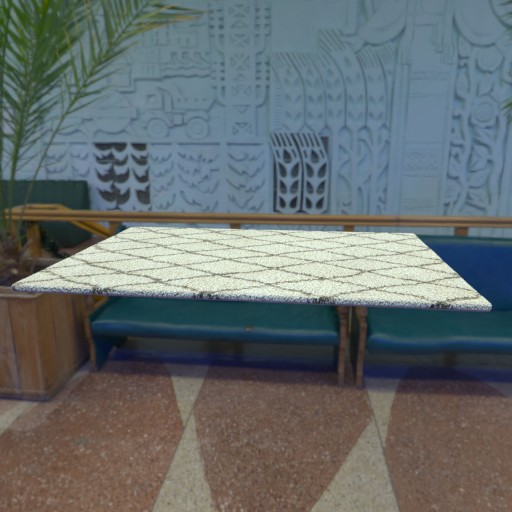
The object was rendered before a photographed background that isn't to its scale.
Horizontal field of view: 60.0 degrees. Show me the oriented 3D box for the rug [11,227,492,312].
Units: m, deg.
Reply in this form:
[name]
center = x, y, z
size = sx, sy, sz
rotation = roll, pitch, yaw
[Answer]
[rug]
center = 0.000, 0.000, 2.199
size = 1.778, 0.030, 1.219
rotation = 2, 15, 7
